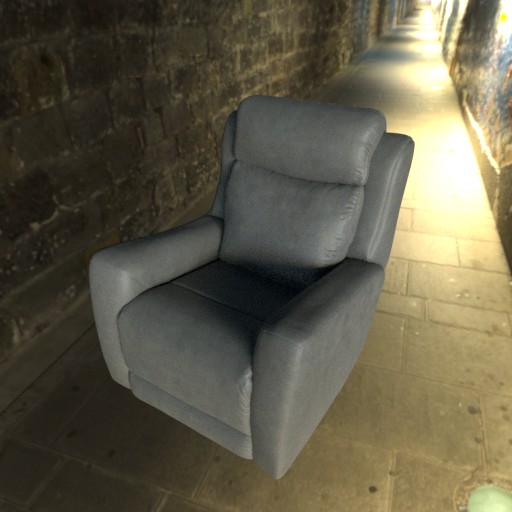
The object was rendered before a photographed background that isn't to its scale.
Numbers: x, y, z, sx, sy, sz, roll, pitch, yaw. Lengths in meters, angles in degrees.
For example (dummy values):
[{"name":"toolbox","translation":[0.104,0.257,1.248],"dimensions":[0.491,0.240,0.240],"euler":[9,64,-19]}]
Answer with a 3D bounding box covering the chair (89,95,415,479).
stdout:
[{"name":"chair","translation":[0.000,0.000,1.867],"dimensions":[0.965,1.116,1.068],"euler":[19,36,29]}]
